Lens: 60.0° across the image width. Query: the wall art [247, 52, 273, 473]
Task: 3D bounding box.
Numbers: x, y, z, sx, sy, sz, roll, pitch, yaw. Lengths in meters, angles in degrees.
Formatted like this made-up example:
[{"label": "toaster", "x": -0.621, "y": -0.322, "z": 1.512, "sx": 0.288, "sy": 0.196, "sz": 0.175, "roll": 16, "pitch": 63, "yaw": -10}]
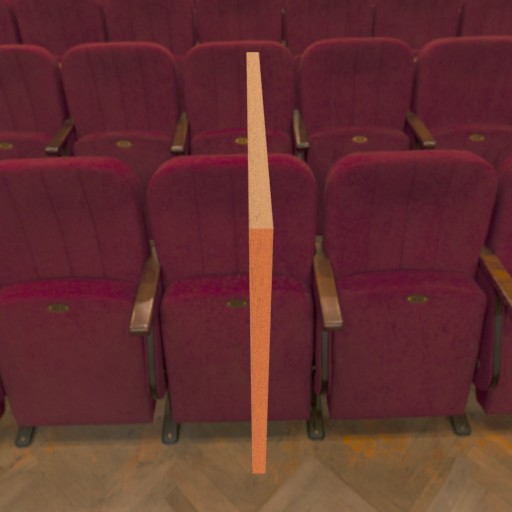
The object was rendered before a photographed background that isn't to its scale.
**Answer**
[{"label": "wall art", "x": 0.000, "y": 0.000, "z": 1.510, "sx": 0.045, "sy": 1.016, "sz": 1.016, "roll": -1, "pitch": 41, "yaw": -1}]
